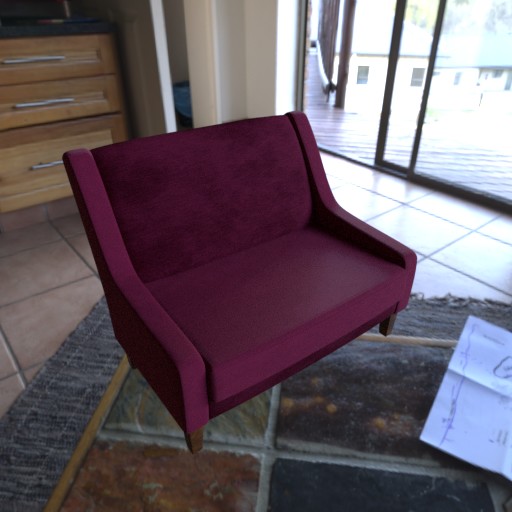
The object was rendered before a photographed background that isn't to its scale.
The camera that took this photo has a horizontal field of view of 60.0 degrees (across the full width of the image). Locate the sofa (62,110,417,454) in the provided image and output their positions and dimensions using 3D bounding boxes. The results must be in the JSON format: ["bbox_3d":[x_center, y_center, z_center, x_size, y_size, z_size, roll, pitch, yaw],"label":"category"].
[{"bbox_3d":[0.000,0.000,1.982,1.242,0.976,0.946,-21,36,-31],"label":"sofa"}]
